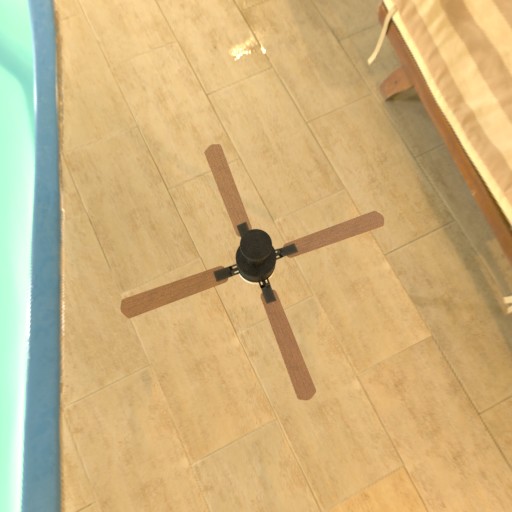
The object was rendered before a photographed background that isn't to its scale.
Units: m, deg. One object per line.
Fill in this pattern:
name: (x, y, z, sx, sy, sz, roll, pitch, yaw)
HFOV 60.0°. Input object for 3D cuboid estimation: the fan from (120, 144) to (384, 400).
fan: (0.000, 0.000, 1.990, 1.320, 0.355, 1.320, -20, 75, -5)
